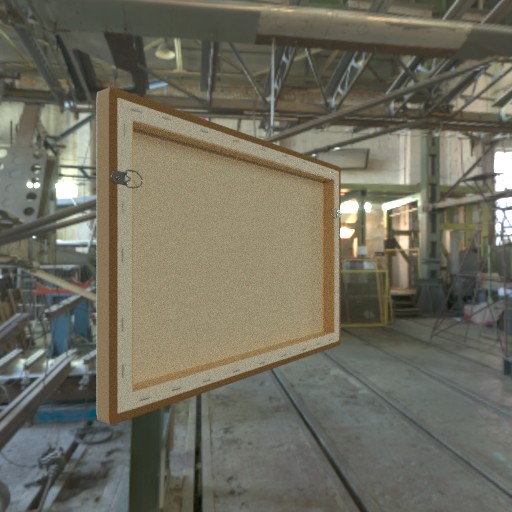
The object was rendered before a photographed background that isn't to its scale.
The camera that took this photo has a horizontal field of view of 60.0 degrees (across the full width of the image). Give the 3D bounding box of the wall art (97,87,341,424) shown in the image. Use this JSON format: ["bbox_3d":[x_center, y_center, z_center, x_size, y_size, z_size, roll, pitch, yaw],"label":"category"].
[{"bbox_3d":[0.000,0.000,0.486,0.019,0.254,0.380,0,0,37],"label":"wall art"}]
